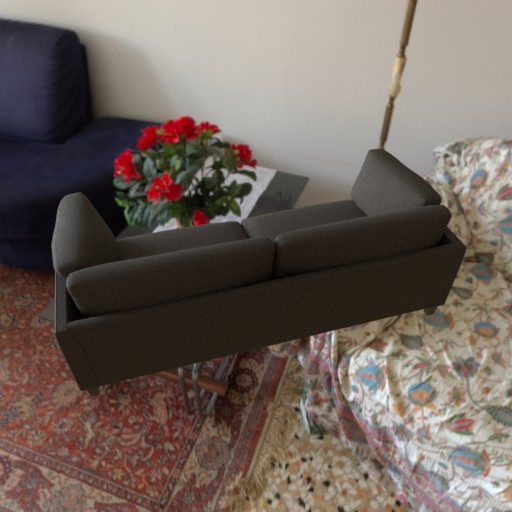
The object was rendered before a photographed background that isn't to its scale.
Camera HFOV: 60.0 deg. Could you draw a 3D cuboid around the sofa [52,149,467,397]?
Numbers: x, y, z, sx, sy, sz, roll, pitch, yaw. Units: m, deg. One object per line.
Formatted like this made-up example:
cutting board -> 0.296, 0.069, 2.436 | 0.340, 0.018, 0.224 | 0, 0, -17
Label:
sofa -> 0.000, 0.000, 2.777 | 2.312, 0.792, 0.969 | -11, 42, -12
